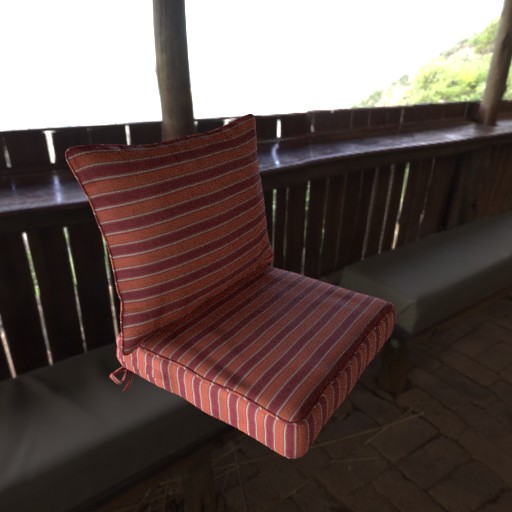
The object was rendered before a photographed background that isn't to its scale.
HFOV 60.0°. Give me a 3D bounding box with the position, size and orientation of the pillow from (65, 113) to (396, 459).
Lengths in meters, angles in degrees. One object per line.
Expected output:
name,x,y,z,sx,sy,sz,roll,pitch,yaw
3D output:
pillow,0.000,0.000,1.360,0.733,0.723,0.799,17,30,31
